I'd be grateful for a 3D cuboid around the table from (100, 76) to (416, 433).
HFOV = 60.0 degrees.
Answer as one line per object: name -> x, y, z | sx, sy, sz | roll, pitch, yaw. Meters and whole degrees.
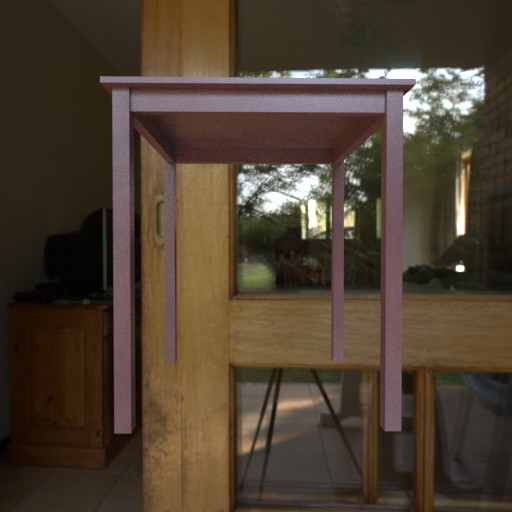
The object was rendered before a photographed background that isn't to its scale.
table -> 0.000, 0.000, 1.648 | 0.861, 0.991, 0.861 | 0, 1, -1
